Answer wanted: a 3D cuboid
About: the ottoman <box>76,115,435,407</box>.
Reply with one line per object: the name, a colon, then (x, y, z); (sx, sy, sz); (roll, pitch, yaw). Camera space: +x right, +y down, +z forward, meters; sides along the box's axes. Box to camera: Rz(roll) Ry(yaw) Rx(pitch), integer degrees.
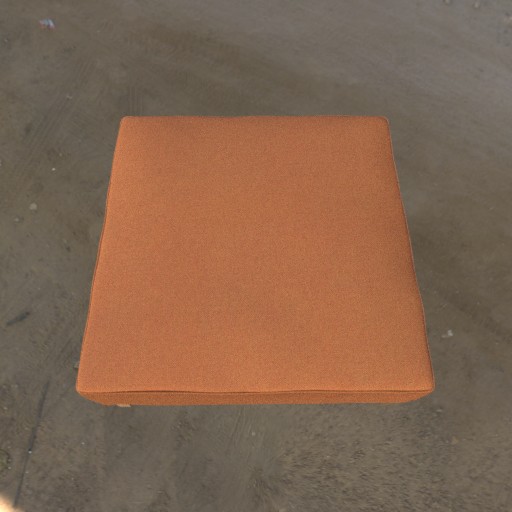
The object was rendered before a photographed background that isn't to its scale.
ottoman: (0.000, 0.000, 1.560); (0.999, 0.438, 0.997); (0, 64, 0)
